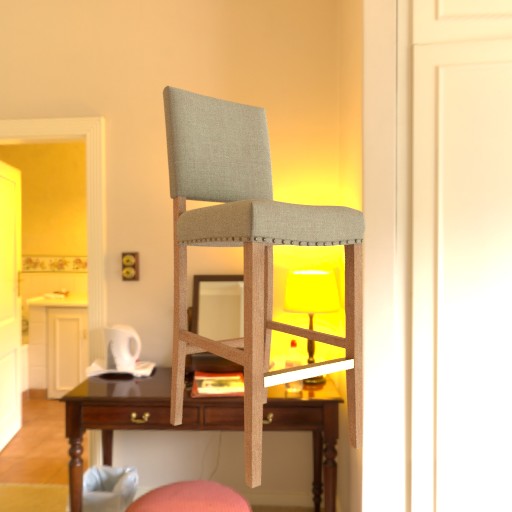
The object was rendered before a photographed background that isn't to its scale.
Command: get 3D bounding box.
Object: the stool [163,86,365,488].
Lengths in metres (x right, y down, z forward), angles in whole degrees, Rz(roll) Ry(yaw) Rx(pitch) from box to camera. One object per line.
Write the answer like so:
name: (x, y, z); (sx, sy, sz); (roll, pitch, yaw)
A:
stool: (0.000, 0.000, 1.497); (0.445, 1.203, 0.585); (0, 1, -35)
